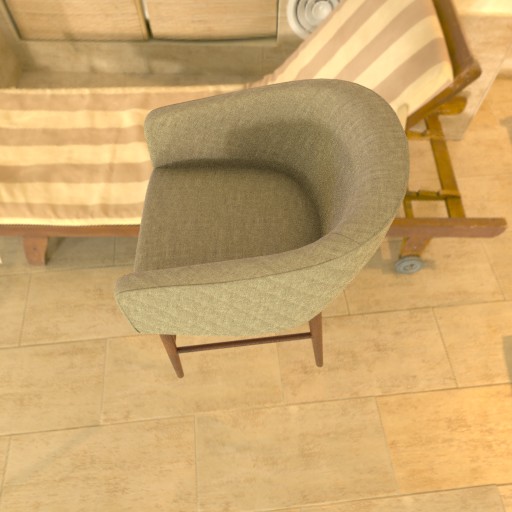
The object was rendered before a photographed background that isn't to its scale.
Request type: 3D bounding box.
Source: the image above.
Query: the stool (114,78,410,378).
[{"bbox_3d":[0.000,0.000,1.328,0.635,0.952,0.559,0,60,0],"label":"stool"}]
